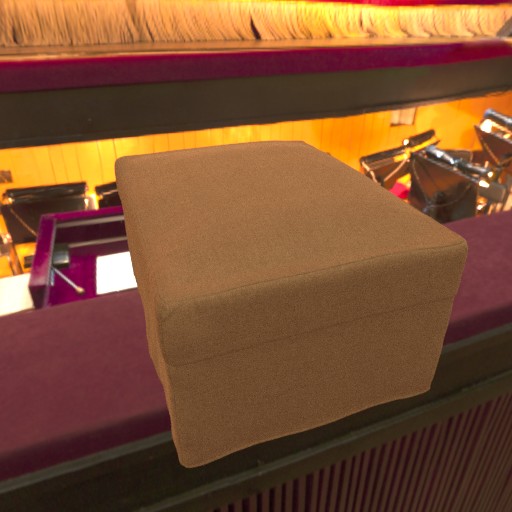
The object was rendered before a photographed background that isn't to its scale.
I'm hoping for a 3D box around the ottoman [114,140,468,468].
[{"bbox_3d":[0.000,0.000,1.229,0.650,0.485,0.833,-11,32,-17],"label":"ottoman"}]
